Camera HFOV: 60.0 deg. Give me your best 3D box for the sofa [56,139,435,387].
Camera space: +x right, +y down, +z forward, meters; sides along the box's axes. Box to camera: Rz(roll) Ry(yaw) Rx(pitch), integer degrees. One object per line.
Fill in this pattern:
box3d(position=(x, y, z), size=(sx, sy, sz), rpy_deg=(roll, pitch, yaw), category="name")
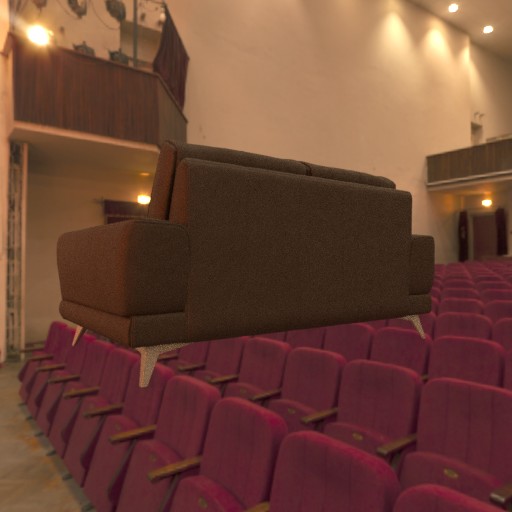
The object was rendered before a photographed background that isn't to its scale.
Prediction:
box3d(position=(0.000, 0.000, 2.356), size=(1.806, 0.907, 1.018), rpy_deg=(0, -1, -36), category="sofa")
